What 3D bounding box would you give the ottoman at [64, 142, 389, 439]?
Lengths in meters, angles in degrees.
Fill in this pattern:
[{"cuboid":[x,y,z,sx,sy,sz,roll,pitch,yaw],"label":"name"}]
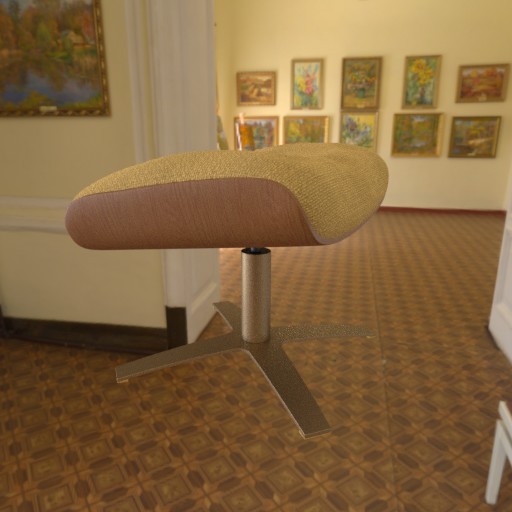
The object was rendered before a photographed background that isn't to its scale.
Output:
[{"cuboid":[0.000,0.000,0.804,0.394,0.391,0.520,7,18,24],"label":"ottoman"}]
